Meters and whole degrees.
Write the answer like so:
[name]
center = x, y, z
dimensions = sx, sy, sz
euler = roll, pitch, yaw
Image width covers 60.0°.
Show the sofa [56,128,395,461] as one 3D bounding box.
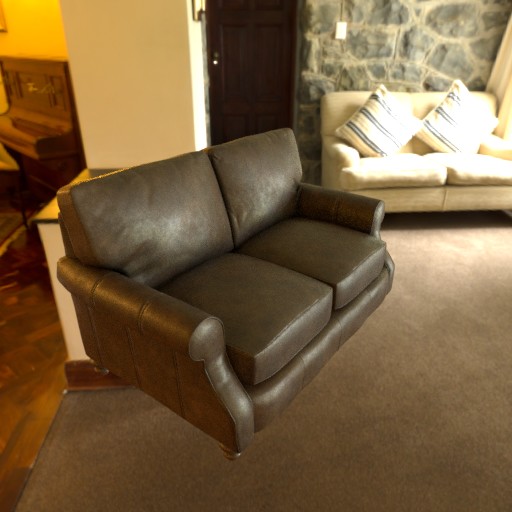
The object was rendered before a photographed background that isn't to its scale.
[sofa]
center = 0.000, 0.000, 2.181
dimensions = 0.990, 0.976, 1.616
euler = 18, 31, 32
